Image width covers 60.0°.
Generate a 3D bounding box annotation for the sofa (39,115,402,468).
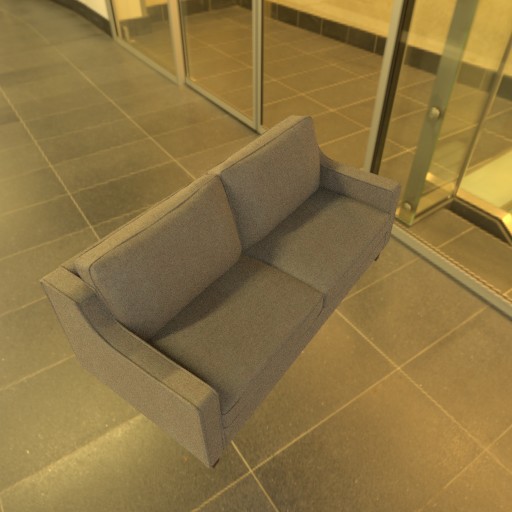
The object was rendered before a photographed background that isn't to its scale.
[{"bbox_3d":[0.000,0.000,2.835,1.073,1.074,2.181,26,48,26],"label":"sofa"}]
